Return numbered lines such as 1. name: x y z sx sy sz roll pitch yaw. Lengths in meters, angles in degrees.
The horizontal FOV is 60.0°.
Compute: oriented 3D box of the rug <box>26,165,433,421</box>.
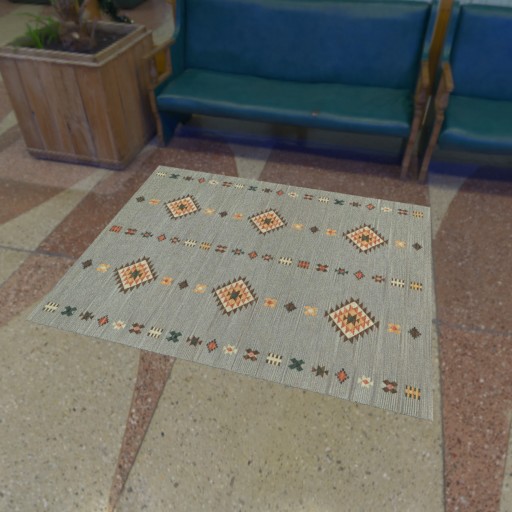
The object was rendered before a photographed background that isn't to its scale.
1. rug: 0.000 0.000 4.000 3.035 0.008 2.425 11 43 12
